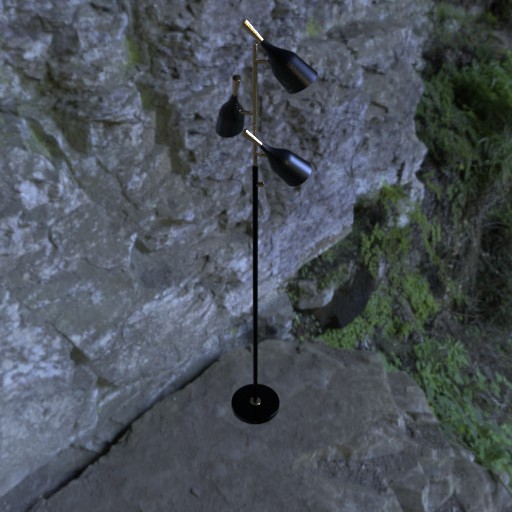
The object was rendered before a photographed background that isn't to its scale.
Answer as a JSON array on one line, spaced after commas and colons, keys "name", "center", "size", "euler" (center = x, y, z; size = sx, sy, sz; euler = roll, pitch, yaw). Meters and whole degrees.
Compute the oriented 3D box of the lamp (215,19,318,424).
[{"name": "lamp", "center": [0.000, 0.000, 1.883], "size": [0.434, 1.778, 0.253], "euler": [20, 35, 32]}]
